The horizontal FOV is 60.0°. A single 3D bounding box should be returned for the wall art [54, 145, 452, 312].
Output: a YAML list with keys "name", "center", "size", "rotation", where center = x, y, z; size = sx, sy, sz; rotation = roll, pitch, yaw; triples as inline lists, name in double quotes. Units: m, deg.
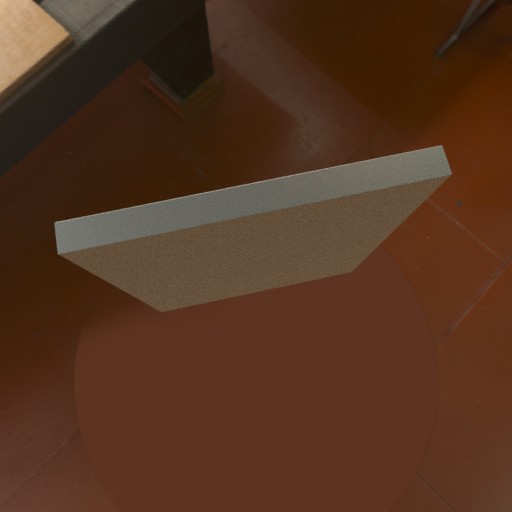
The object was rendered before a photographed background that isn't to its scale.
- name: "wall art"
  center: [0.000, 0.000, 0.768]
  size: [0.452, 0.549, 0.038]
  rotation: [-12, 76, -3]
